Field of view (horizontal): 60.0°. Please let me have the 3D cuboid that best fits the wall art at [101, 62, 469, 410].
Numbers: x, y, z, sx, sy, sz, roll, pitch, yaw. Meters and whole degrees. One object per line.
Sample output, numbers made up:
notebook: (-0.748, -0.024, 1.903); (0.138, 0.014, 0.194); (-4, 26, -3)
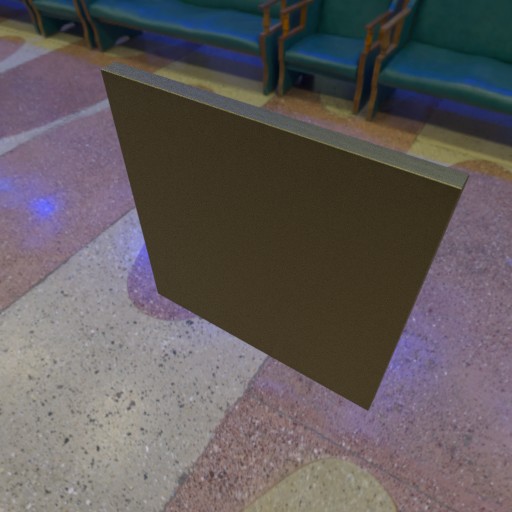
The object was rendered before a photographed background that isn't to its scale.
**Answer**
wall art: (0.000, 0.000, 0.723); (0.503, 0.506, 0.031); (25, 51, 22)
